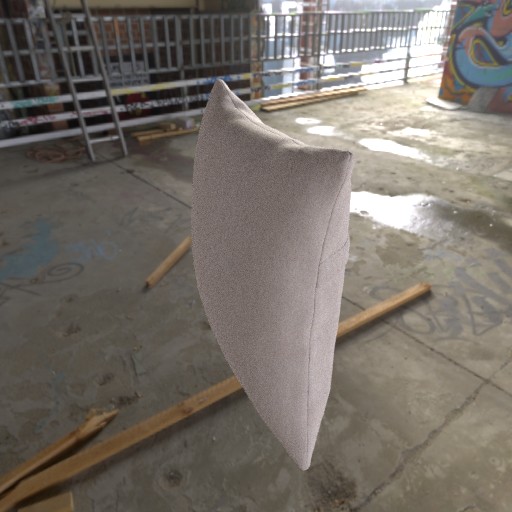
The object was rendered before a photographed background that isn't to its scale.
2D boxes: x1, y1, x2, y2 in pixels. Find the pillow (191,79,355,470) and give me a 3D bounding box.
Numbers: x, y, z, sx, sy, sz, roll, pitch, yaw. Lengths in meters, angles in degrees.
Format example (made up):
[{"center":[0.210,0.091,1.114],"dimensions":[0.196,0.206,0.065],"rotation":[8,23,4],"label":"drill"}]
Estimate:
[{"center":[0.000,0.000,0.662],"dimensions":[0.173,0.436,0.433],"rotation":[-10,32,-17],"label":"pillow"}]
